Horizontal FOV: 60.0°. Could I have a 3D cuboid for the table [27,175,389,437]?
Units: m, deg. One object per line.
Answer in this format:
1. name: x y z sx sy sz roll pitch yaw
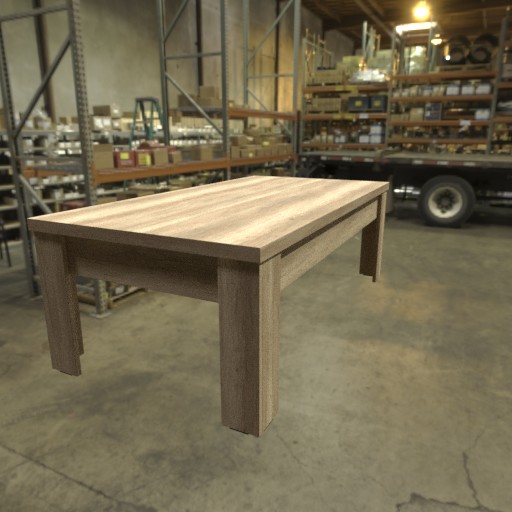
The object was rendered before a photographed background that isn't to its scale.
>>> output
1. table: 0.000 0.000 1.683 0.700 0.460 1.350 8 17 26
